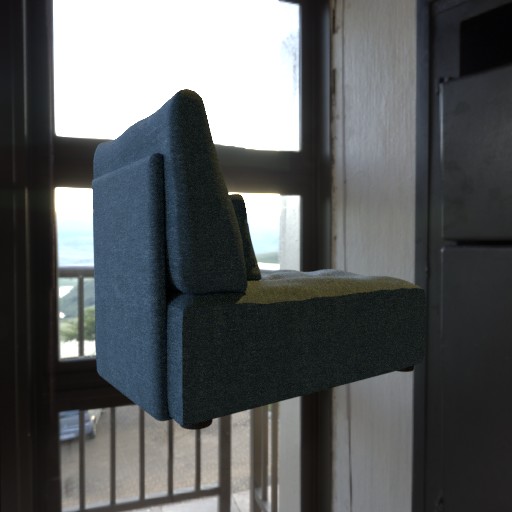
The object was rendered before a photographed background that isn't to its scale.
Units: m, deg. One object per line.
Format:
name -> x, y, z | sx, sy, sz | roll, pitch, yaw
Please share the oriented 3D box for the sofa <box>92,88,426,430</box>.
sofa -> 0.000, 0.000, 1.579 | 1.000, 0.820, 0.700 | -1, 1, -36
